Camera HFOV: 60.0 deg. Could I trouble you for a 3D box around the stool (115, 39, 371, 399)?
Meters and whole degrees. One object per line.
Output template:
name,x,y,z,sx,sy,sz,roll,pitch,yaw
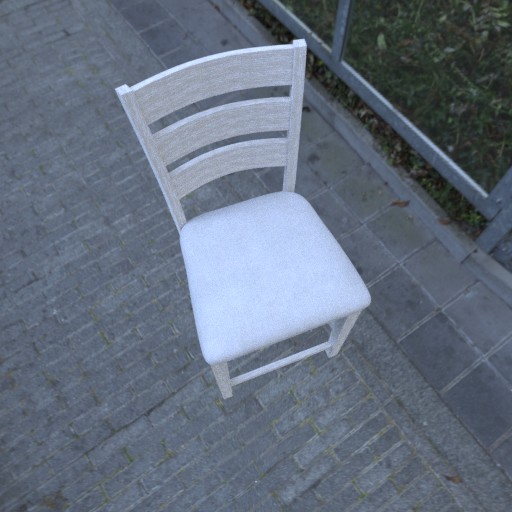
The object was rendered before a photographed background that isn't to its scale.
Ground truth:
stool,0.000,0.000,1.342,0.484,1.032,0.569,-19,65,-9
